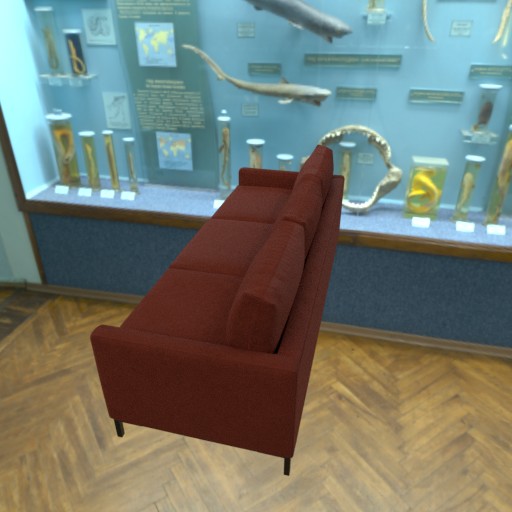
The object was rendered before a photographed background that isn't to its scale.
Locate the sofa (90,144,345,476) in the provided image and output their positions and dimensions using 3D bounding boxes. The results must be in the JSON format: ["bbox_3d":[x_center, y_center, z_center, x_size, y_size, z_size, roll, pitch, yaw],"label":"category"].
[{"bbox_3d":[0.000,0.000,2.709,0.875,0.879,2.252,7,30,12],"label":"sofa"}]
